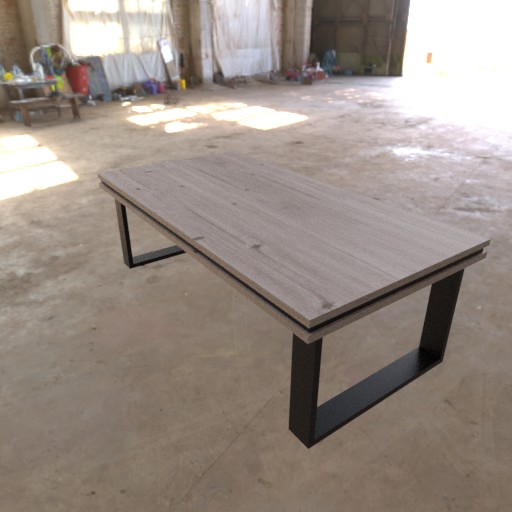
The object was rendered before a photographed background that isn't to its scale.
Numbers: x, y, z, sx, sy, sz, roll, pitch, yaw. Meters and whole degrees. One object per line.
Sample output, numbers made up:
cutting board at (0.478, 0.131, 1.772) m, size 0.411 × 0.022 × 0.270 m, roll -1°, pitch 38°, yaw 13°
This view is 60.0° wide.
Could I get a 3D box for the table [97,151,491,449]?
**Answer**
table at (0.000, 0.000, 1.688) m, size 0.700 × 0.450 × 1.350 m, roll -18°, pitch 31°, yaw -32°
